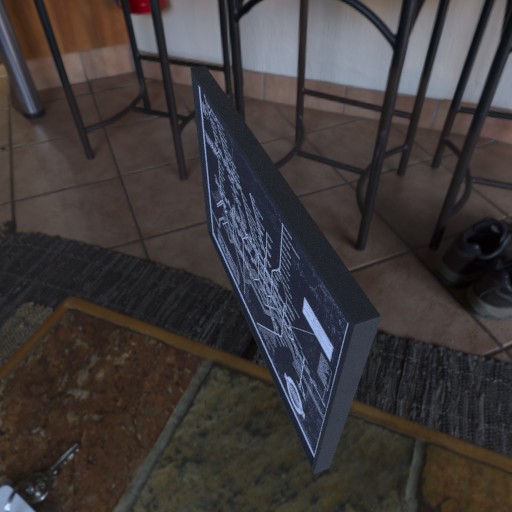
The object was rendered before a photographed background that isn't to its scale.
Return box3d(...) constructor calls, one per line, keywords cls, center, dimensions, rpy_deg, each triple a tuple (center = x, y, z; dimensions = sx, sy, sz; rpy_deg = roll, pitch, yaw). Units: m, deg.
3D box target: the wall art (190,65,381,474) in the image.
box3d(cls="wall art", center=(0.000, 0.000, 0.559), dimensions=(0.021, 0.301, 0.443), rpy_deg=(-15, 48, -14))
